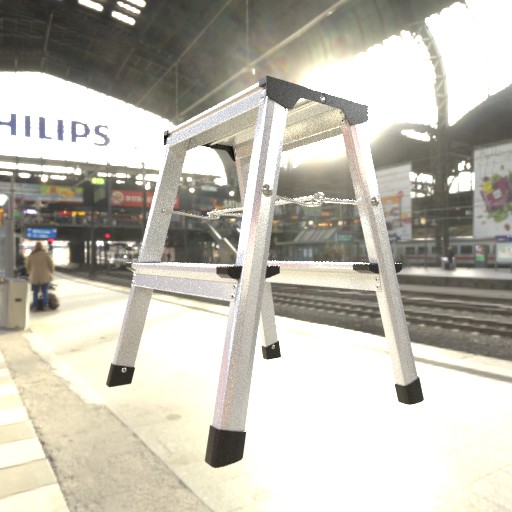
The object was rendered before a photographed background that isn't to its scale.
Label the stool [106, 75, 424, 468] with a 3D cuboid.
[{"bbox_3d":[0.000,0.000,0.780,0.405,0.480,0.404,0,0,-36],"label":"stool"}]
